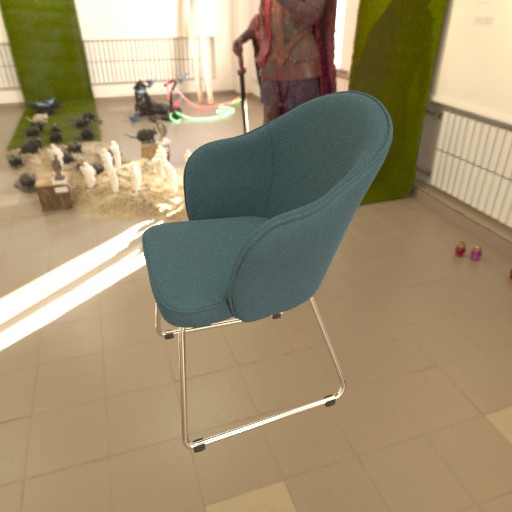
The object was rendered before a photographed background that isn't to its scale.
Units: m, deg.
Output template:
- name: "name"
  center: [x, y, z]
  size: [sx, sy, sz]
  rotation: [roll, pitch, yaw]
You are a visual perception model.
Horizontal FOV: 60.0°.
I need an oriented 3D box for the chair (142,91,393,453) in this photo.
- name: "chair"
  center: [0.000, 0.000, 1.212]
  size: [0.585, 0.815, 0.570]
  rotation: [-10, 32, -16]
